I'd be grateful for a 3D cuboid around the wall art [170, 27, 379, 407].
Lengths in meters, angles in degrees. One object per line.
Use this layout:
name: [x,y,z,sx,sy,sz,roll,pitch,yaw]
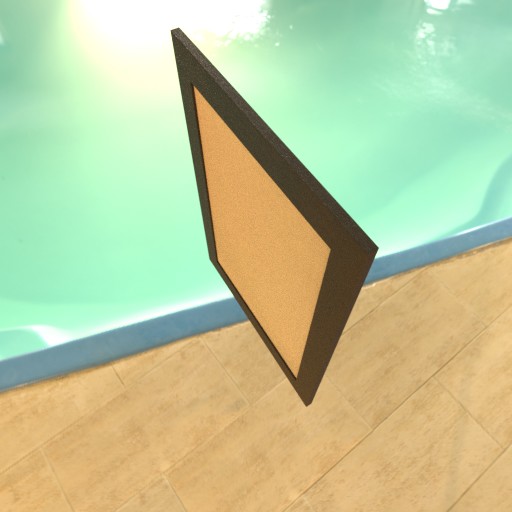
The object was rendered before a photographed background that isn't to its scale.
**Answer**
wall art: [0.000,0.000,0.648,0.013,0.508,0.359,-28,62,-16]
